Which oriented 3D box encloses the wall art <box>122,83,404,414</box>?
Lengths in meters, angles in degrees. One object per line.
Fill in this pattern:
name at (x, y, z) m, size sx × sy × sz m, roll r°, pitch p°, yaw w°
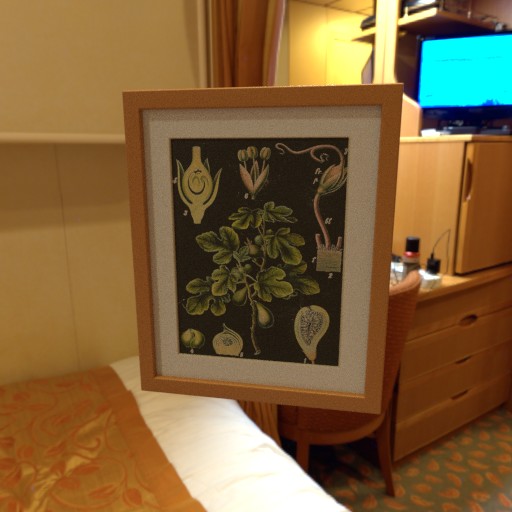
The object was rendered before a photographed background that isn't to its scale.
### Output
wall art at (0.000, 0.000, 0.528) m, size 0.310 × 0.379 × 0.015 m, roll 2°, pitch 13°, yaw 10°
